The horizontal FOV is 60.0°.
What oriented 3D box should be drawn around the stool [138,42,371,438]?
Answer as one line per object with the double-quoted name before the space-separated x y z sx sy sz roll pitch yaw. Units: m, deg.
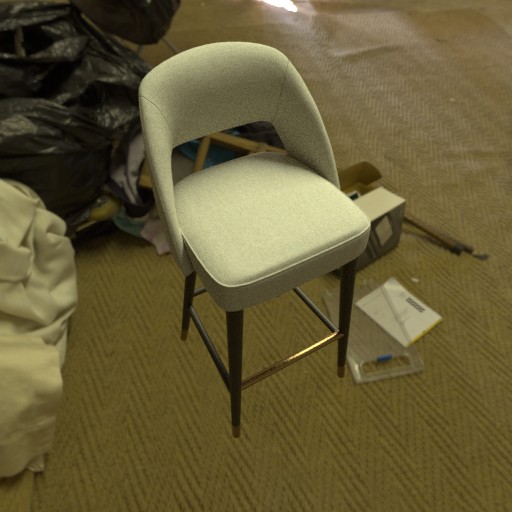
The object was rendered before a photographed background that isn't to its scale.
"stool" 0.000 0.000 1.301 0.494 1.037 0.509 -23 50 -20
